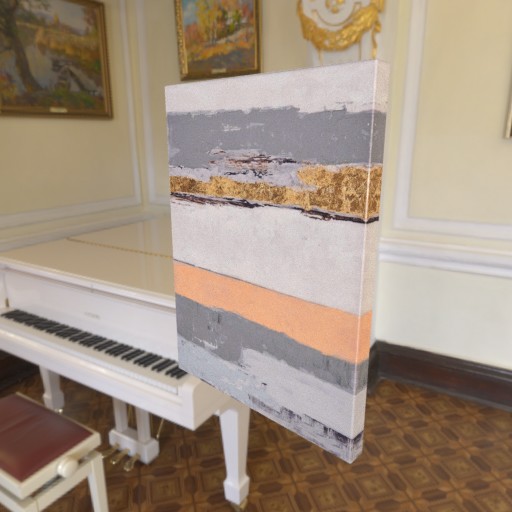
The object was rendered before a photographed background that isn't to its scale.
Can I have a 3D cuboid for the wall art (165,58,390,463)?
[{"bbox_3d":[0.000,0.000,0.803,0.456,0.609,0.038,14,20,42],"label":"wall art"}]
